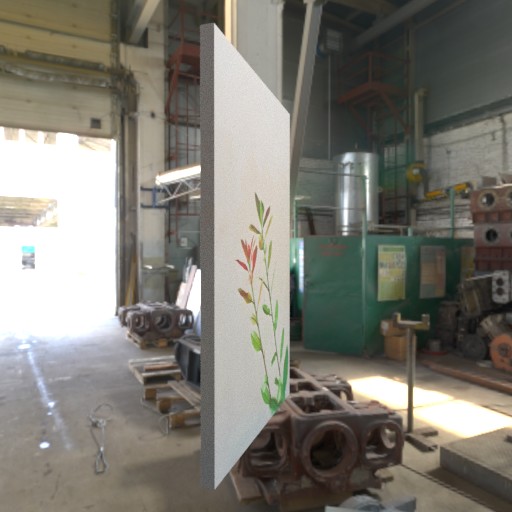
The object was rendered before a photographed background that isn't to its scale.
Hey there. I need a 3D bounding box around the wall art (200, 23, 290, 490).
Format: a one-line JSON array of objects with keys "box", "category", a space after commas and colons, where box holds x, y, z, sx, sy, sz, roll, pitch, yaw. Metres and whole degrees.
[{"box": [0.000, 0.000, 1.452, 0.038, 1.143, 0.764, 0, 1, 18], "category": "wall art"}]
